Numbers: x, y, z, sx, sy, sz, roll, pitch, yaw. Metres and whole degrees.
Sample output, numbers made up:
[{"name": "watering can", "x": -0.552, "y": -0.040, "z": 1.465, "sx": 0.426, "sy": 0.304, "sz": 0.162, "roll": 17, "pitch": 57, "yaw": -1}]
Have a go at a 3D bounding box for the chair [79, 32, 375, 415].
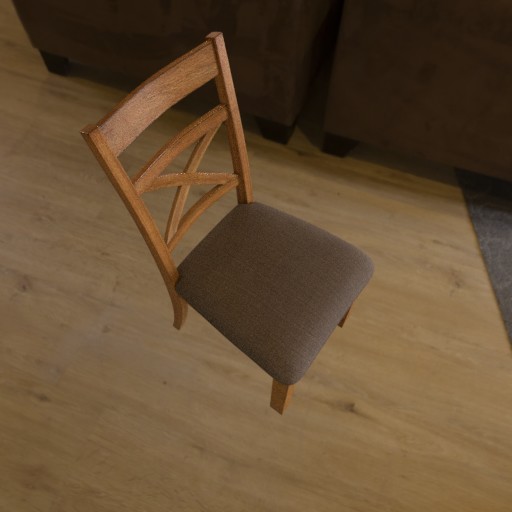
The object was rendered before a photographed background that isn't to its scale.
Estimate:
[{"name": "chair", "x": 0.000, "y": 0.000, "z": 1.259, "sx": 0.581, "sy": 0.949, "sz": 0.470, "roll": 33, "pitch": 64, "yaw": 18}]
